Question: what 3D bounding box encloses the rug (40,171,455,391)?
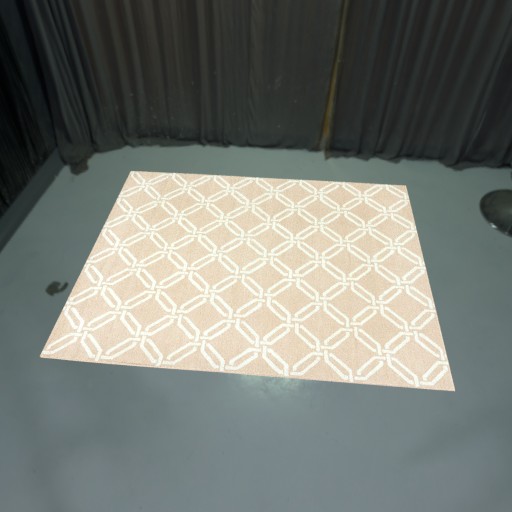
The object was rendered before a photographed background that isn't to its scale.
[{"bbox_3d":[0.000,0.000,3.866,2.895,0.018,2.288,4,46,4],"label":"rug"}]
